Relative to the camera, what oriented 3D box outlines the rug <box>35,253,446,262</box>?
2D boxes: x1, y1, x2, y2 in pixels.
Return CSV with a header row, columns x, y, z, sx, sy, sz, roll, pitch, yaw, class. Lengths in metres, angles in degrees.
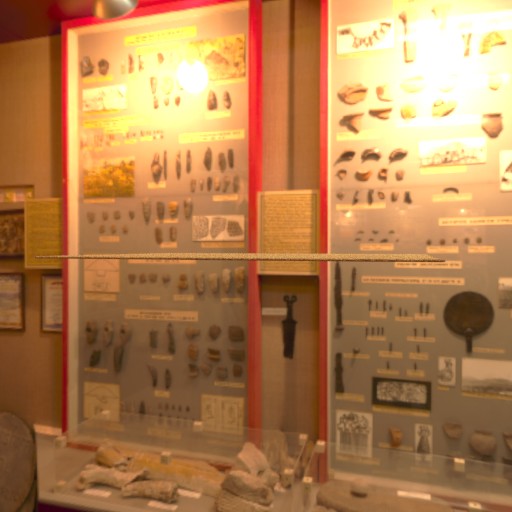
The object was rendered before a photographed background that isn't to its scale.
x,y,z,sx,sy,sz,roll,pitch,yaw,class
0.000,0.000,2.862,2.141,0.013,1.566,0,1,18,rug
